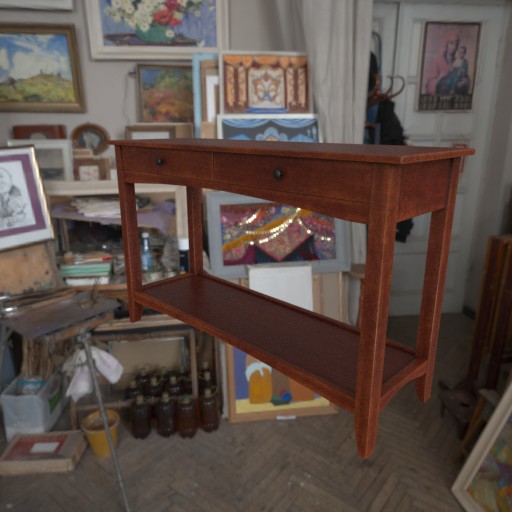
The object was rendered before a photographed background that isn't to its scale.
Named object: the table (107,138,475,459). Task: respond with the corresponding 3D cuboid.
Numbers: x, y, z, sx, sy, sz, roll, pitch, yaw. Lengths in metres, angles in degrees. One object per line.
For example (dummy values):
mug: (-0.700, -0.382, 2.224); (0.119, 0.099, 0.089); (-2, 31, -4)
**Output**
table: (0.000, 0.000, 1.500); (1.188, 0.739, 0.392); (16, 23, 42)
